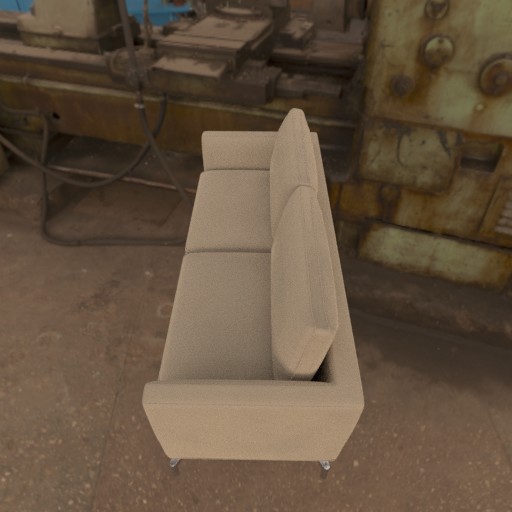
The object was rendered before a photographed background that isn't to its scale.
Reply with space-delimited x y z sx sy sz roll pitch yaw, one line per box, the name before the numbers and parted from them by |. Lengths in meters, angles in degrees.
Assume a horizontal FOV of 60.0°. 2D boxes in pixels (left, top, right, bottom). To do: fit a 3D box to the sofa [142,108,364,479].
sofa | 0.000 0.000 2.634 0.868 1.005 2.214 1 42 1
